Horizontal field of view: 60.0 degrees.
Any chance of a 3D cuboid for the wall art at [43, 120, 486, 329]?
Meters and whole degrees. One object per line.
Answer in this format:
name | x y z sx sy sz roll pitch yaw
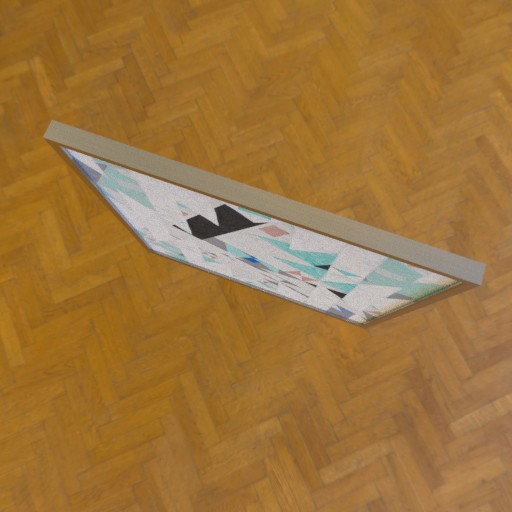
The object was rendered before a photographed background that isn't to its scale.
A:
wall art | 0.000 0.000 1.164 0.806 0.806 0.038 19 76 5
